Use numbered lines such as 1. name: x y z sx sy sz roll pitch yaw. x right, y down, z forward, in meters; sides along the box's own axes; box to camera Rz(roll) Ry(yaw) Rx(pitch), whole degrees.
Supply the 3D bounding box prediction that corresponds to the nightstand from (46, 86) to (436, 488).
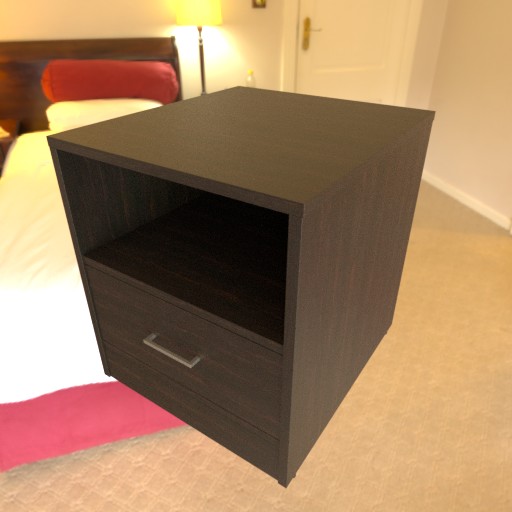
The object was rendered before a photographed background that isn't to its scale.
1. nightstand: 0.000 0.000 0.778 0.400 0.460 0.461 19 36 29
